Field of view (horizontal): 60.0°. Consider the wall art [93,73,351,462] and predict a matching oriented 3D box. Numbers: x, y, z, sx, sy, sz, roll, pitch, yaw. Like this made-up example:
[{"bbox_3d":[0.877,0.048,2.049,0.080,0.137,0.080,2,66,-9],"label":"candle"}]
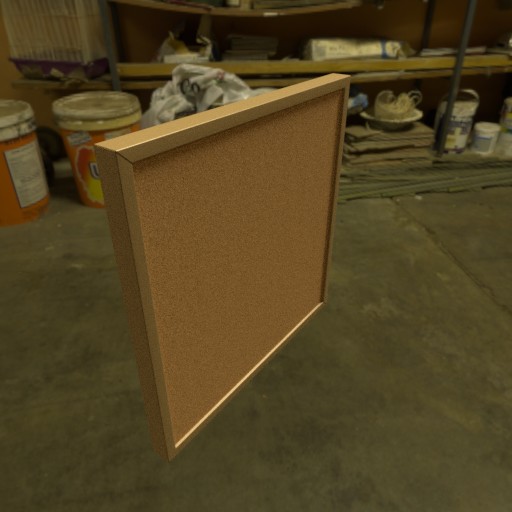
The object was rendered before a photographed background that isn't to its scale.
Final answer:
[{"bbox_3d":[0.000,0.000,0.751,0.036,0.509,0.509,22,38,31],"label":"wall art"}]
